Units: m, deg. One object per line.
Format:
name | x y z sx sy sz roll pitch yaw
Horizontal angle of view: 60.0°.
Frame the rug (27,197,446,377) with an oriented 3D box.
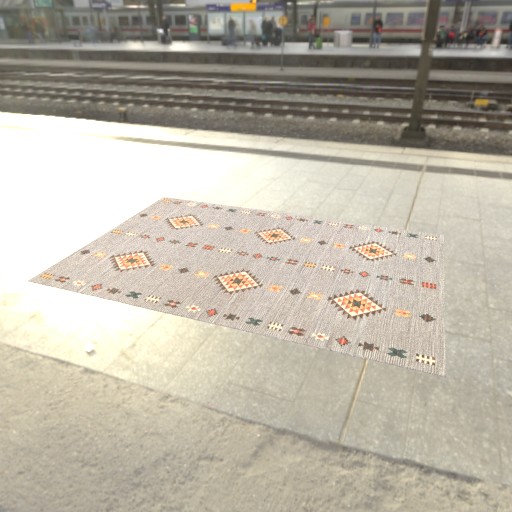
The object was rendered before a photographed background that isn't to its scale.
rug | 0.000 0.000 2.284 1.818 0.005 1.217 10 29 18
